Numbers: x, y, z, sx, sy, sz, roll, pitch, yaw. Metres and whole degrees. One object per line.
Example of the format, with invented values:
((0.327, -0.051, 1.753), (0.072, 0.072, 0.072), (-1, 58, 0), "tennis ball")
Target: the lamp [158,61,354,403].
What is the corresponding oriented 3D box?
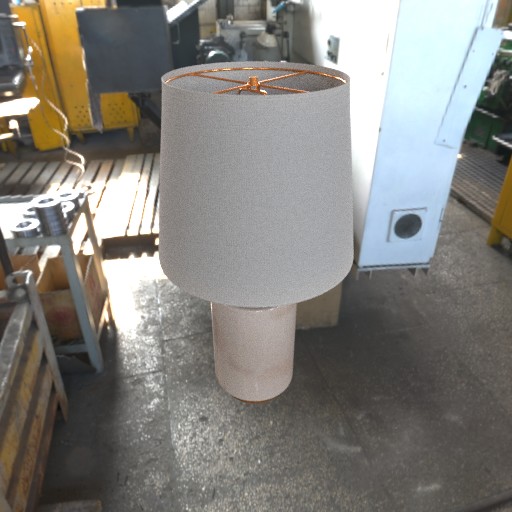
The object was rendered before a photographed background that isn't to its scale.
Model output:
((0.000, 0.000, 0.444), (0.189, 0.340, 0.189), (0, 32, 0), "lamp")
